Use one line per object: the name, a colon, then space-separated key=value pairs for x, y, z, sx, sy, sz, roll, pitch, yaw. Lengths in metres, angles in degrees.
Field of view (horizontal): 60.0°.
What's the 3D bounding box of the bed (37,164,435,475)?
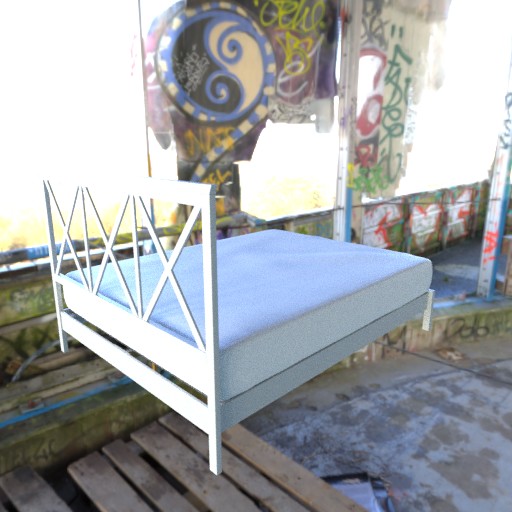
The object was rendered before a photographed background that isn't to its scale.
bed: x=0.000 y=0.000 z=3.048 sx=1.673 sy=1.253 sz=2.135 roll=15 pitch=21 yaw=43
